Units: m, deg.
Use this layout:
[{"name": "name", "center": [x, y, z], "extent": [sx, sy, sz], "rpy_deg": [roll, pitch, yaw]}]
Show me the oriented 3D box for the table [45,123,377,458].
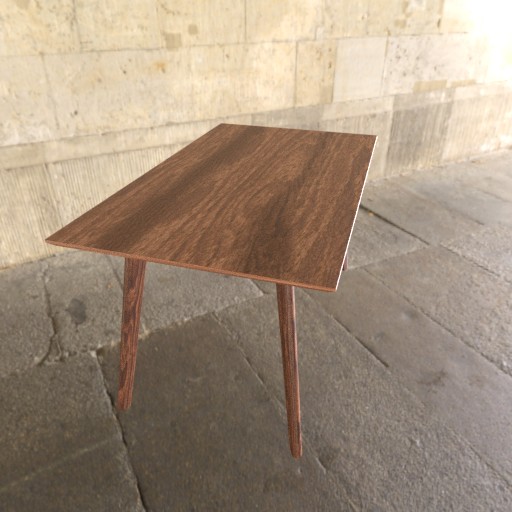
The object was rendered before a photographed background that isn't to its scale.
[{"name": "table", "center": [0.000, 0.000, 1.856], "extent": [0.801, 0.724, 1.349], "rpy_deg": [9, 32, 15]}]
